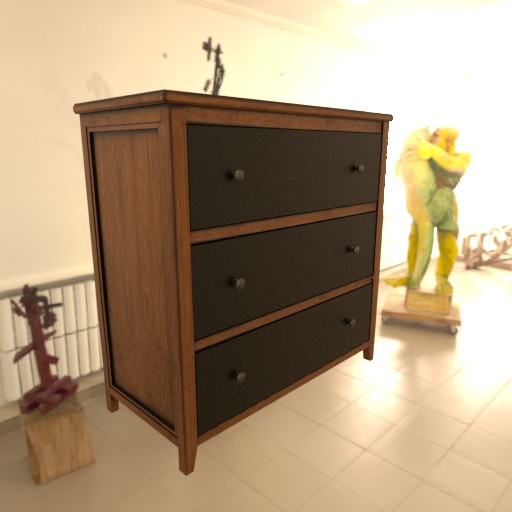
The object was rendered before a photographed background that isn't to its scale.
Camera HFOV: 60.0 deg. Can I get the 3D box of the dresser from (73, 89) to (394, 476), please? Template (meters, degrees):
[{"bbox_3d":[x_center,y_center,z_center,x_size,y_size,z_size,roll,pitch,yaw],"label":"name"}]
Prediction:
[{"bbox_3d":[0.000,0.000,1.943,0.591,1.224,1.250,13,19,43],"label":"dresser"}]
